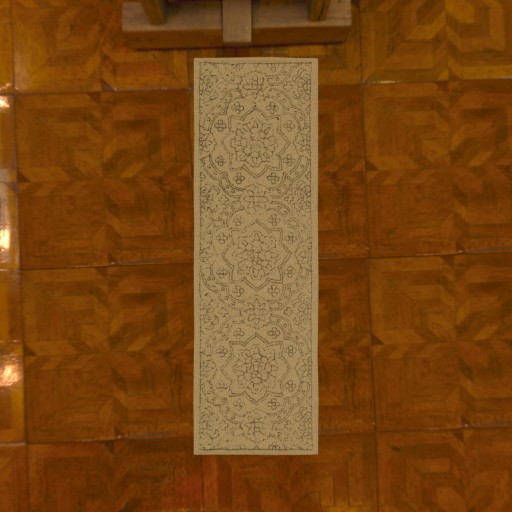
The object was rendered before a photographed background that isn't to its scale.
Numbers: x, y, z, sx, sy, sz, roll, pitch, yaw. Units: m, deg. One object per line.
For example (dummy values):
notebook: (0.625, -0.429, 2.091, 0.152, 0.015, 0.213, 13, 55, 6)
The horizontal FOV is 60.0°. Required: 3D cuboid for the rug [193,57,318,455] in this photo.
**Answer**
rug: (0.000, 0.000, 2.730, 0.769, 0.012, 2.448, 0, 90, 0)
